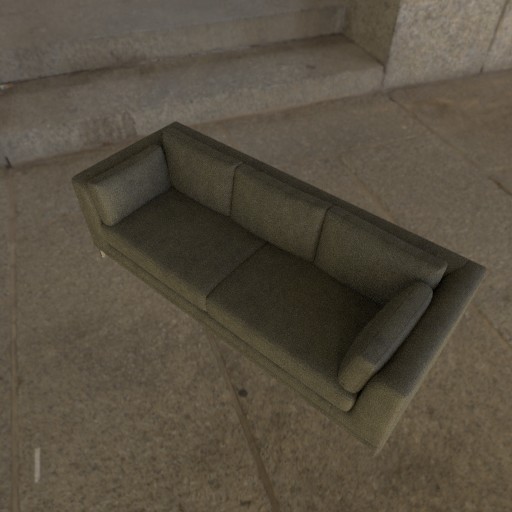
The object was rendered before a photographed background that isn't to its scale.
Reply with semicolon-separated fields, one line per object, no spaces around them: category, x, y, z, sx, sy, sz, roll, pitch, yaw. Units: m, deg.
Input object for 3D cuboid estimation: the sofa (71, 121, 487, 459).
sofa;0.000;0.000;2.855;2.415;0.867;0.969;31;54;26
